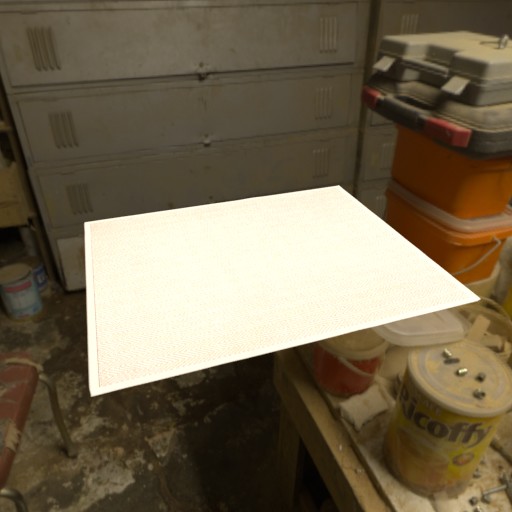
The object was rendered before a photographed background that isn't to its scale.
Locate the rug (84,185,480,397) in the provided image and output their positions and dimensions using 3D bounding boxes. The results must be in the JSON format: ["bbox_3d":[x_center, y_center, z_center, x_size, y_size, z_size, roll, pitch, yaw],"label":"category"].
[{"bbox_3d":[0.000,0.000,4.115,3.009,0.019,2.423,-10,34,-16],"label":"rug"}]
